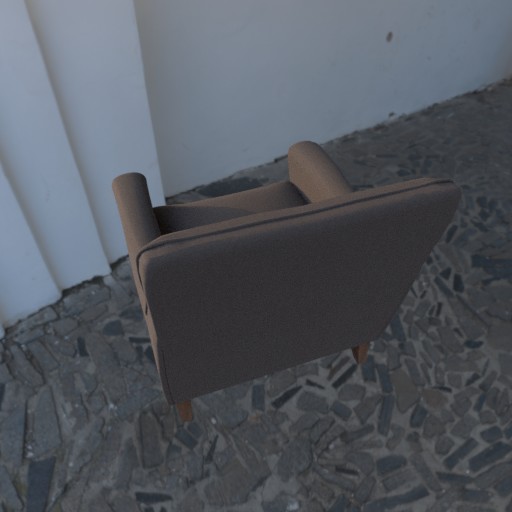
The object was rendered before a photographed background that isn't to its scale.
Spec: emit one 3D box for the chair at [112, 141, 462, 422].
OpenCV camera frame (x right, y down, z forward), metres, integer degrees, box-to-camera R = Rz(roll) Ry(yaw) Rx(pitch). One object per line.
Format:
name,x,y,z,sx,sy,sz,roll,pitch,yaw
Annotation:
chair,0.000,0.000,1.545,0.836,0.911,0.831,-14,44,-15
